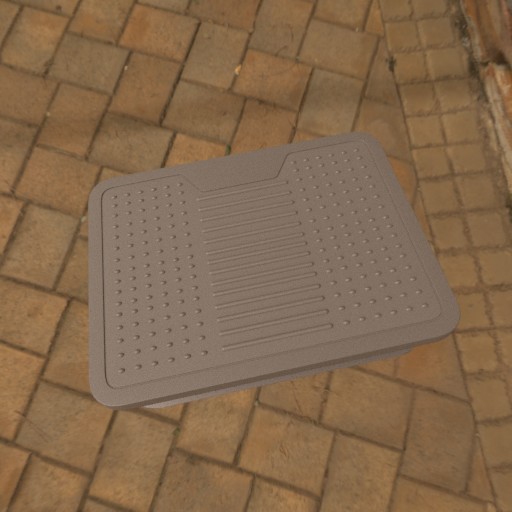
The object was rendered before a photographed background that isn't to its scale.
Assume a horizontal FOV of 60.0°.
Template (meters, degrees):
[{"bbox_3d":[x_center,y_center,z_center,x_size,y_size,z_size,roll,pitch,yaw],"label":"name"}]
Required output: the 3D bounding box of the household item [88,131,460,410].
[{"bbox_3d":[0.000,0.000,0.534,0.390,0.126,0.301,-12,76,-3],"label":"household item"}]
